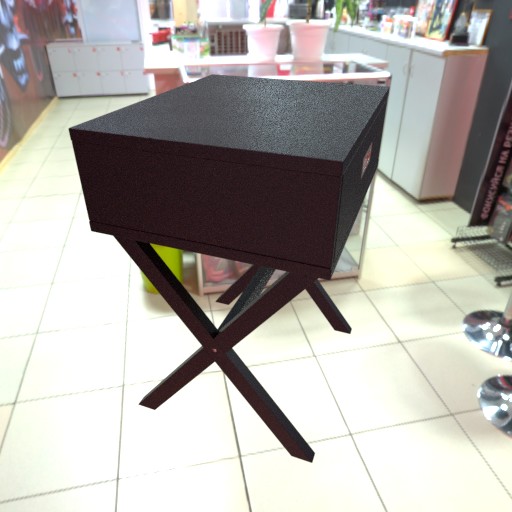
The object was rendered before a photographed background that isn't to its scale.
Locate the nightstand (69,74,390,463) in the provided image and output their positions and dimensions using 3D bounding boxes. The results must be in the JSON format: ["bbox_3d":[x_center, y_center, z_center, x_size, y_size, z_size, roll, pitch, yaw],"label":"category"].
[{"bbox_3d":[0.000,0.000,0.935,0.402,0.623,0.479,11,33,18],"label":"nightstand"}]
